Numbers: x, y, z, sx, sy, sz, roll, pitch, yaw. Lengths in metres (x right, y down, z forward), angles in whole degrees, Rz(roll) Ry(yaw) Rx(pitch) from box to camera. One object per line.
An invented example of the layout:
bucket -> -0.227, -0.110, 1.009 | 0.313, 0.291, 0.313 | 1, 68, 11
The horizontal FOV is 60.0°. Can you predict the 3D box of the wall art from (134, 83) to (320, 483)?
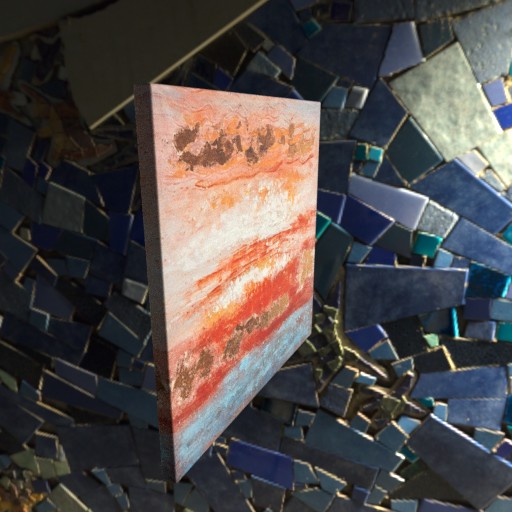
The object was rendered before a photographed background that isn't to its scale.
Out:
wall art -> 0.000, 0.000, 1.097 | 0.035, 0.747, 0.747 | 9, 19, 27
